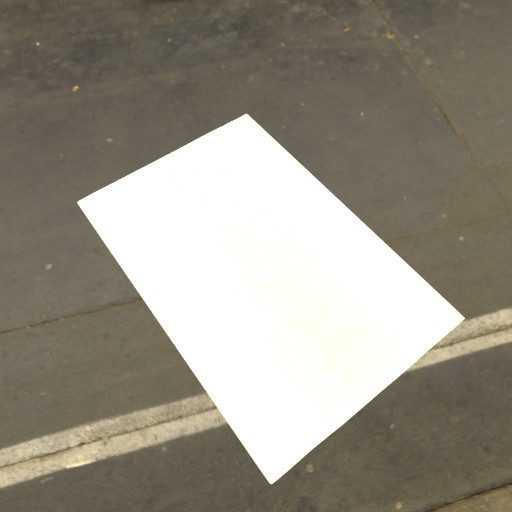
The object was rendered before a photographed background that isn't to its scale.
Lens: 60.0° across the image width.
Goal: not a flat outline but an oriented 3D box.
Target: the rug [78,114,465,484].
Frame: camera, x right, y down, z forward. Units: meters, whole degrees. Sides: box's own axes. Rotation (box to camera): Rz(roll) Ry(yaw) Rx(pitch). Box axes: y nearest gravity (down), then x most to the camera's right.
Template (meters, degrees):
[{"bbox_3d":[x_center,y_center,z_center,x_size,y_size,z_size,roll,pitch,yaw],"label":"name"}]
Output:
[{"bbox_3d":[0.000,0.000,2.406,1.234,0.006,1.850,-33,65,-18],"label":"rug"}]
